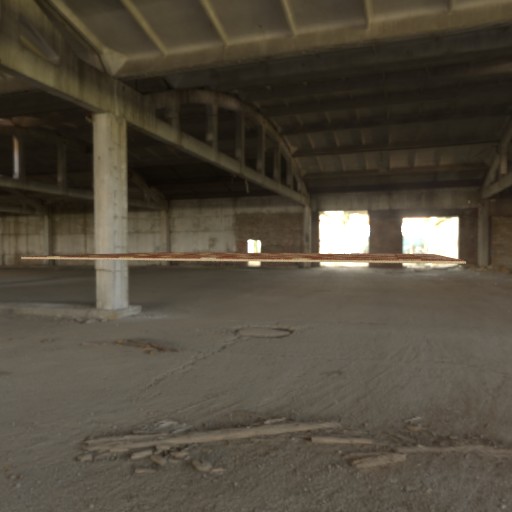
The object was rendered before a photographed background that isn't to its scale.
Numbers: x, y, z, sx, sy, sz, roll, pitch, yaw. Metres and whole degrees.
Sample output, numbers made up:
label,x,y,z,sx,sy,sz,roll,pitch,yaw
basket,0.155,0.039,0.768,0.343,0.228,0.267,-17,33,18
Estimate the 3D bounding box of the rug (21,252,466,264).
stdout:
label,x,y,z,sx,sy,sz,roll,pitch,yaw
rug,0.000,0.000,2.893,2.286,0.016,1.555,0,1,17
